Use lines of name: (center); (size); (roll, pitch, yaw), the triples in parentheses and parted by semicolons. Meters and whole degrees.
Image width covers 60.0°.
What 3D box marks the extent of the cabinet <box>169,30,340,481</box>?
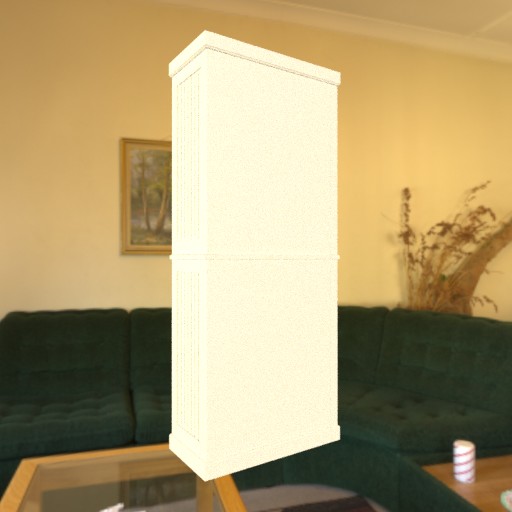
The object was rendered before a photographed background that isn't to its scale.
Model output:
cabinet: (0.000, 0.000, 2.164); (0.754, 1.829, 0.390); (0, 0, -34)
